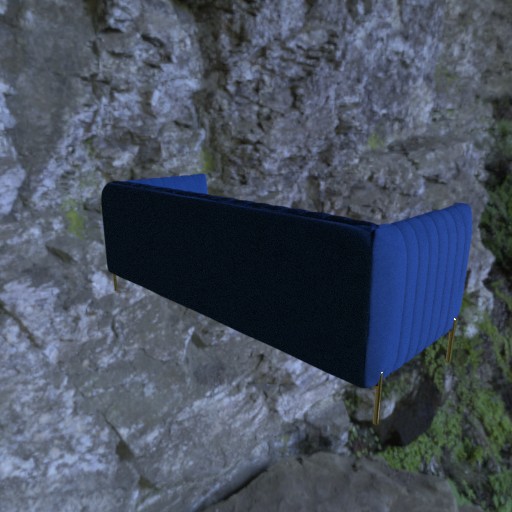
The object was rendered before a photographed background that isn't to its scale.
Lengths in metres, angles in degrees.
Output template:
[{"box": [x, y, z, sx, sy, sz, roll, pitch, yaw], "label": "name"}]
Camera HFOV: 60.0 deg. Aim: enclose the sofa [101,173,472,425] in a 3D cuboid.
[{"box": [0.000, 0.000, 2.603, 0.896, 0.793, 2.136, -15, 22, -43], "label": "sofa"}]
